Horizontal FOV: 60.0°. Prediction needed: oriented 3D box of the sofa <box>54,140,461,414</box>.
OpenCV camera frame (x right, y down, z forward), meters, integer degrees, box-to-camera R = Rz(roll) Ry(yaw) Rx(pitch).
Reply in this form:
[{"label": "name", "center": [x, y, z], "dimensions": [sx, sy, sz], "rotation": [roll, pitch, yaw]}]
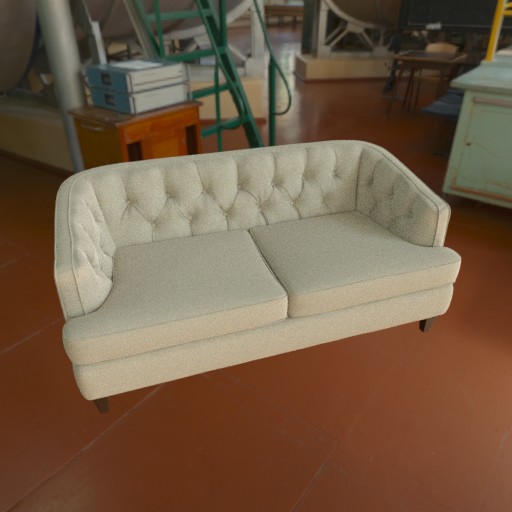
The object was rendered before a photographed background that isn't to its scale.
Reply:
[{"label": "sofa", "center": [0.000, 0.000, 2.186], "dimensions": [1.733, 0.855, 0.941], "rotation": [-10, 33, -16]}]
